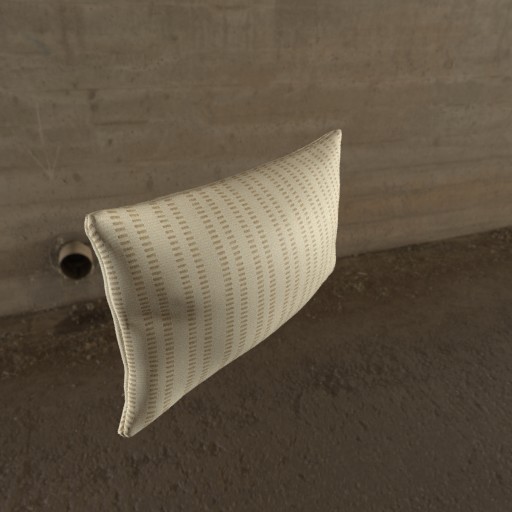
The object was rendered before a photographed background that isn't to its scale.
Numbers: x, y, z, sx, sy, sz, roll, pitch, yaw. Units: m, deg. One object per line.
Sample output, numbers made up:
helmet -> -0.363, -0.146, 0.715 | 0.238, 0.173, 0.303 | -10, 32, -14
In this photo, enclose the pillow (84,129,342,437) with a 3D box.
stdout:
pillow -> 0.000, 0.000, 0.798 | 0.210, 0.353, 0.640 | 18, 32, 32
